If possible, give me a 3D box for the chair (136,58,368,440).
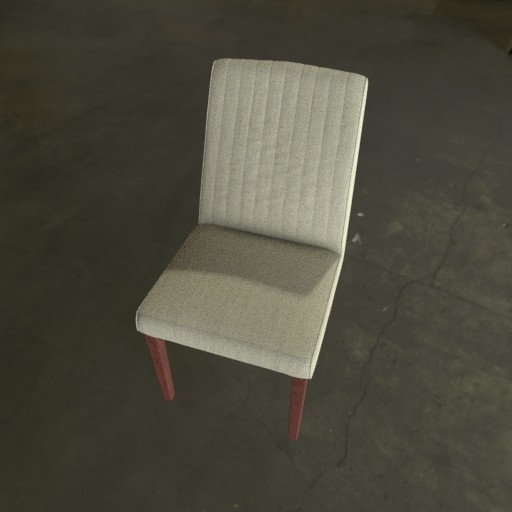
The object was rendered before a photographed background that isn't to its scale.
[{"bbox_3d":[0.000,0.000,1.274,0.480,0.900,0.594,13,44,13],"label":"chair"}]
